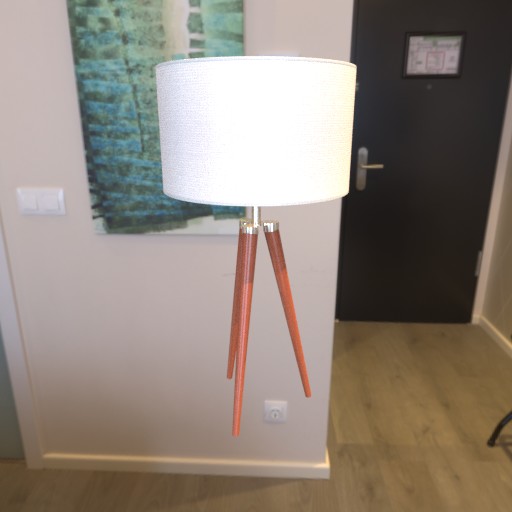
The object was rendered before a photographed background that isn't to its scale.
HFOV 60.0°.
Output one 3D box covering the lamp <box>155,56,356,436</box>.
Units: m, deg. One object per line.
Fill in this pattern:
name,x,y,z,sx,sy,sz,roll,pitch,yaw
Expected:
lamp,0.000,0.000,0.907,0.355,0.709,0.354,-9,20,-26
